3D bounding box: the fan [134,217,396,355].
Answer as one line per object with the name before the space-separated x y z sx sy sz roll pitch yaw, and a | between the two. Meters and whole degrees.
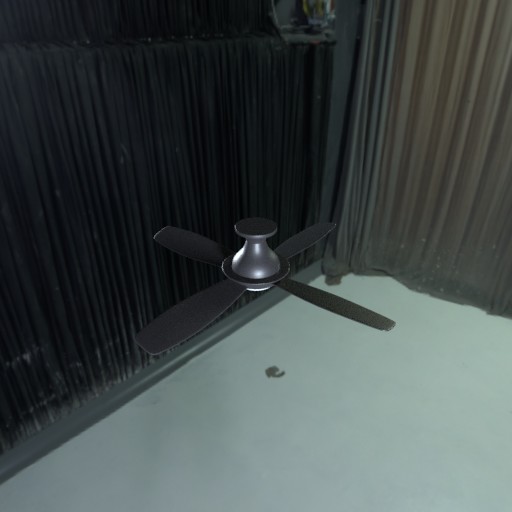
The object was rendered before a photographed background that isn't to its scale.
fan | 0.000 0.000 2.560 1.694 0.382 1.694 21 36 33
